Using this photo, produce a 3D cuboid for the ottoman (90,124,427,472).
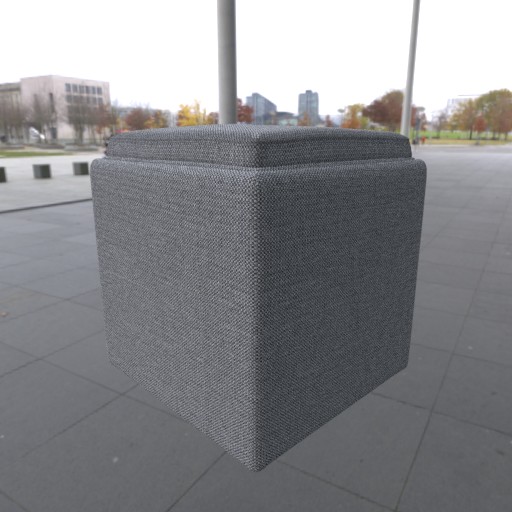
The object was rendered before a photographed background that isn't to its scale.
[{"bbox_3d":[0.000,0.000,0.855,0.436,0.487,0.454,-14,21,-42],"label":"ottoman"}]
